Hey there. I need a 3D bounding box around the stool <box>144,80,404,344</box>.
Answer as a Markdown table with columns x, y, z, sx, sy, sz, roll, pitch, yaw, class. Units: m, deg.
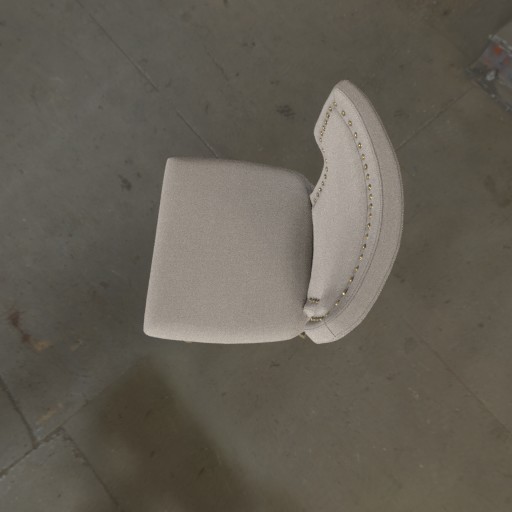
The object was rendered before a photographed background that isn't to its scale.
| x | y | z | sx | sy | sz | roll | pitch | yaw | class |
| --- | --- | --- | --- | --- | --- | --- | --- | --- | --- |
| 0.000 | 0.000 | 1.304 | 0.563 | 0.982 | 0.527 | 4 | 76 | 1 | stool |
